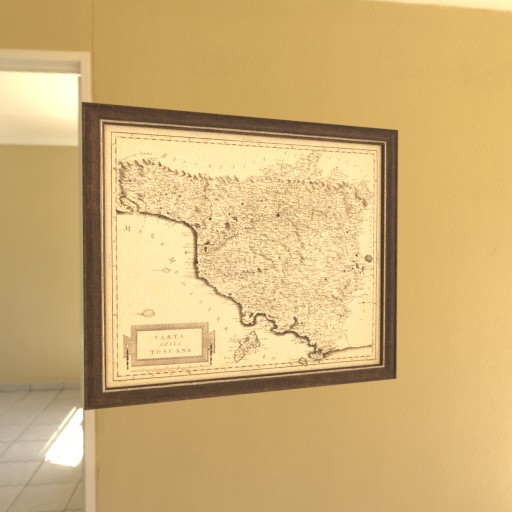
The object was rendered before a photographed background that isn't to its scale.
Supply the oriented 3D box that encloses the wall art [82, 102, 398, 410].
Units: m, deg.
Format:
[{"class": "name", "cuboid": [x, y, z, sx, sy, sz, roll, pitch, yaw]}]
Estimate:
[{"class": "wall art", "cuboid": [0.000, 0.000, 1.418, 1.033, 0.875, 0.023, 0, 1, -17]}]
